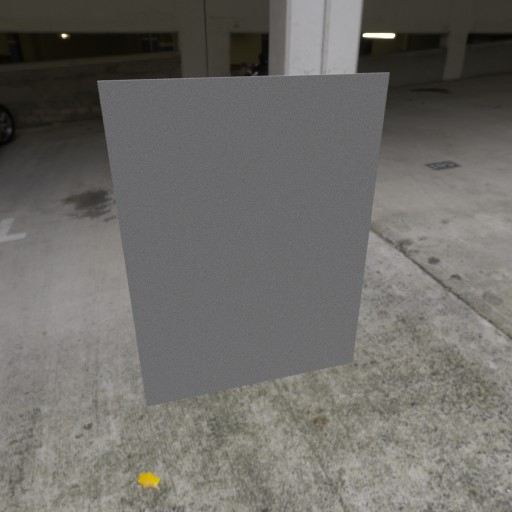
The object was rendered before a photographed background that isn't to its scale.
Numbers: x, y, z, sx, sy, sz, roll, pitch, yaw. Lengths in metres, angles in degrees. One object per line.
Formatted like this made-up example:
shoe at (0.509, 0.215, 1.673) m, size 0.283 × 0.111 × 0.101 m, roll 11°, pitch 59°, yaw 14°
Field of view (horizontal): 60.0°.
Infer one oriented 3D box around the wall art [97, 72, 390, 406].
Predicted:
wall art at (0.000, 0.000, 0.809) m, size 0.457 × 0.609 × 0.003 m, roll -8°, pitch 28°, yaw -15°
